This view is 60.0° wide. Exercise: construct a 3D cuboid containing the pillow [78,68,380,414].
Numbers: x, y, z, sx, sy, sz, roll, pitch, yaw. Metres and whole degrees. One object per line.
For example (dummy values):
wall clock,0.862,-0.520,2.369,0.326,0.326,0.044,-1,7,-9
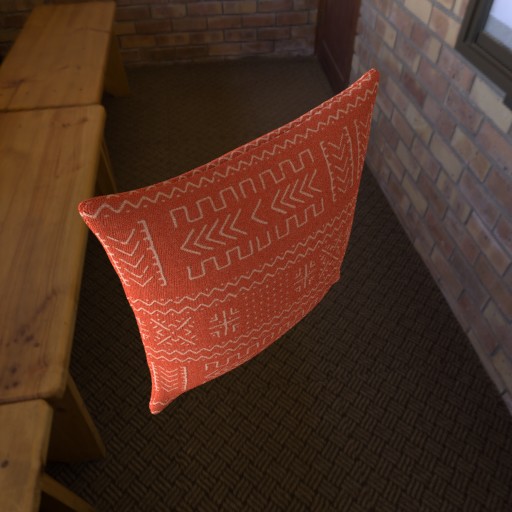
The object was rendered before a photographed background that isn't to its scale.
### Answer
pillow,0.000,0.000,0.648,0.438,0.429,0.164,-32,54,-27
